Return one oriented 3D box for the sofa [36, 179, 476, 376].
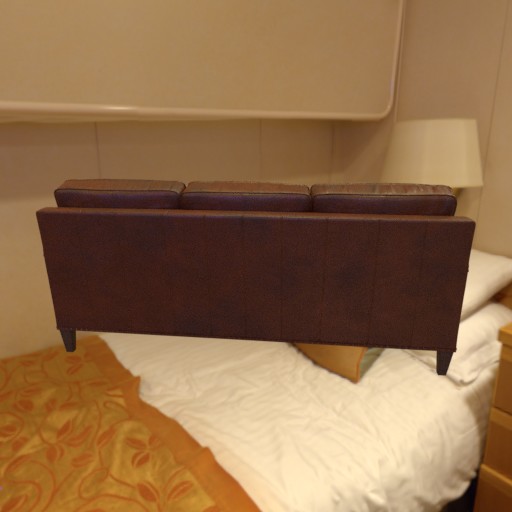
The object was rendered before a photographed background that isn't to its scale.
[{"bbox_3d":[0.000,0.000,2.747,2.240,1.003,1.084,2,16,7],"label":"sofa"}]
